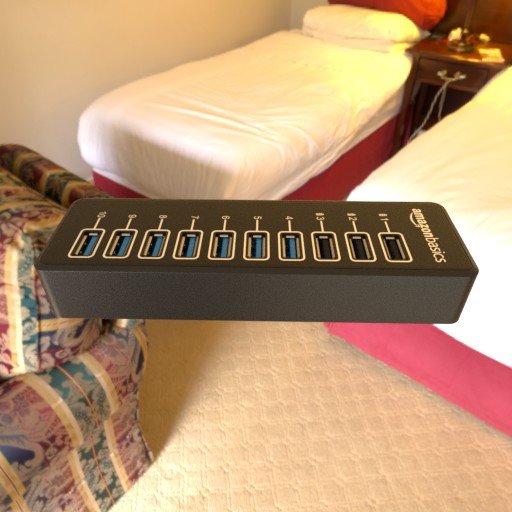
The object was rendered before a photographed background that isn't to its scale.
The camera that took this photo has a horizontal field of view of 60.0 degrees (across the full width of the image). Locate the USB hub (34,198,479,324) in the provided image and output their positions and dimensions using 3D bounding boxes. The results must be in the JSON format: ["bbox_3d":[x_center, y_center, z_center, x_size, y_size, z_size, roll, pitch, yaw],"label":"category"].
[{"bbox_3d":[0.000,0.000,0.165,0.145,0.023,0.044,1,39,1],"label":"USB hub"}]
